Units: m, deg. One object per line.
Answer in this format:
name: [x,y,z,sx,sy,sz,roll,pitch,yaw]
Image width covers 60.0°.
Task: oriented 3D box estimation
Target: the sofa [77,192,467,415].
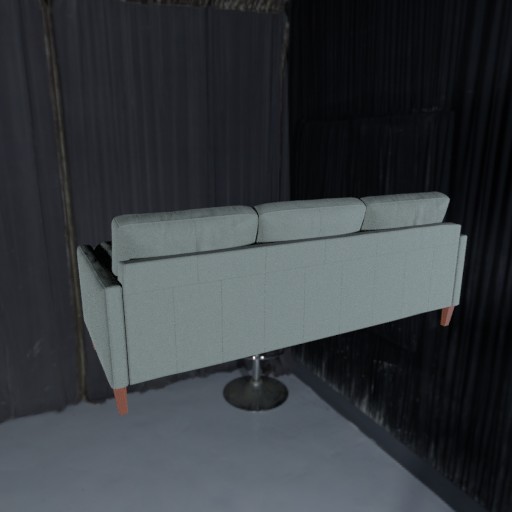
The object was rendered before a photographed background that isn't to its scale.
sofa: [0.000,0.000,2.916,2.178,0.876,1.506,-8,16,-27]
